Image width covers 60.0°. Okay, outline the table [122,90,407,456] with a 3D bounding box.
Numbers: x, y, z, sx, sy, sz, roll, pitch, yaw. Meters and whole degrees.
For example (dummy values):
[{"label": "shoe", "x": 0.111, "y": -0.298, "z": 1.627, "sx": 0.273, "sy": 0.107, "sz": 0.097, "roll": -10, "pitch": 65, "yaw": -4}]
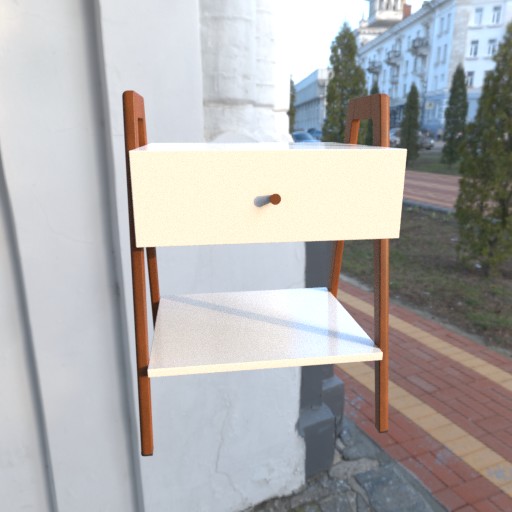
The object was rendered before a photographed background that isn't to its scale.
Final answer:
[{"label": "table", "x": 0.000, "y": 0.000, "z": 0.889, "sx": 0.457, "sy": 0.610, "sz": 0.405, "roll": -2, "pitch": 16, "yaw": -8}]
